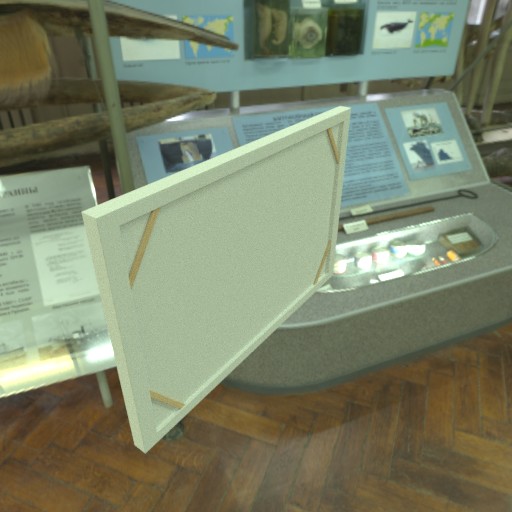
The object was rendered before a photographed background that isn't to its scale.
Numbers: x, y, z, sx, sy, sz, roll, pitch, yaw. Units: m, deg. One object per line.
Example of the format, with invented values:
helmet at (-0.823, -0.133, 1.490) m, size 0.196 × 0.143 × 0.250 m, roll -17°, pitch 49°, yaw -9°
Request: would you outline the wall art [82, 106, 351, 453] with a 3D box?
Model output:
wall art at (0.000, 0.000, 1.190) m, size 0.038 × 0.609 × 0.914 m, roll 21°, pitch 37°, yaw 30°
